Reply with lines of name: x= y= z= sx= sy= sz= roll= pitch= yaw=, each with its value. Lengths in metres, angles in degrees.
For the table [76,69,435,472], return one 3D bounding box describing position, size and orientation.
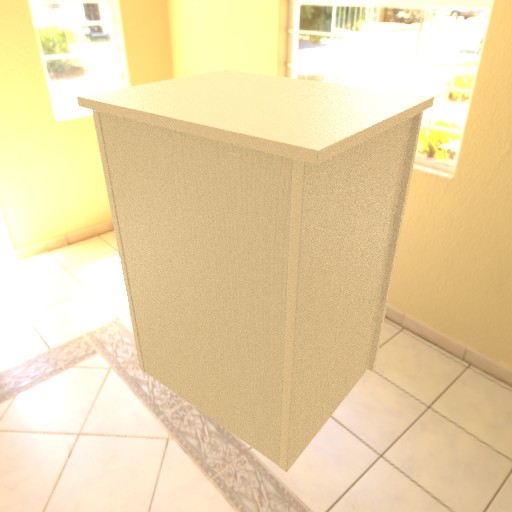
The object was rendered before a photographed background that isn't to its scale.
table: x=0.000 y=0.000 z=0.919 sx=0.480 sy=0.635 sz=0.381 roll=22 pitch=37 yaw=32
